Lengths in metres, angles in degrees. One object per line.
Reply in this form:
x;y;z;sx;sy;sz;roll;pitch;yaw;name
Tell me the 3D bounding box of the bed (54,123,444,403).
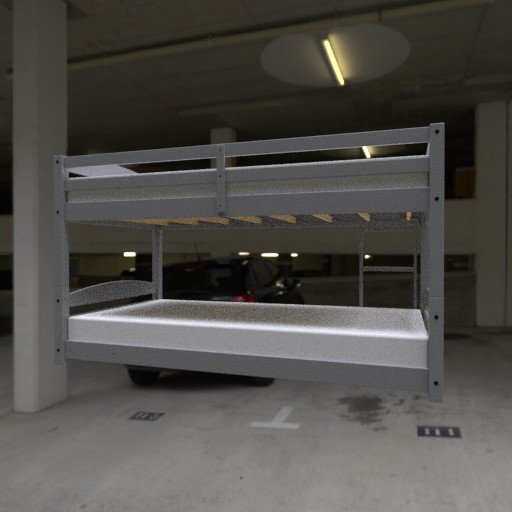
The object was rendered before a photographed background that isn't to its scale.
0.000;0.000;2.678;2.013;1.206;1.105;0;1;18;bed
